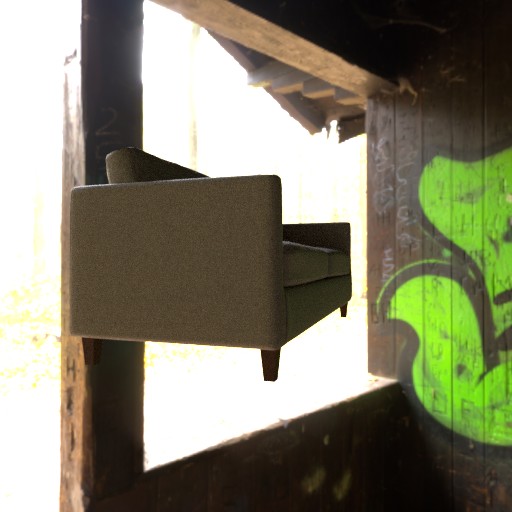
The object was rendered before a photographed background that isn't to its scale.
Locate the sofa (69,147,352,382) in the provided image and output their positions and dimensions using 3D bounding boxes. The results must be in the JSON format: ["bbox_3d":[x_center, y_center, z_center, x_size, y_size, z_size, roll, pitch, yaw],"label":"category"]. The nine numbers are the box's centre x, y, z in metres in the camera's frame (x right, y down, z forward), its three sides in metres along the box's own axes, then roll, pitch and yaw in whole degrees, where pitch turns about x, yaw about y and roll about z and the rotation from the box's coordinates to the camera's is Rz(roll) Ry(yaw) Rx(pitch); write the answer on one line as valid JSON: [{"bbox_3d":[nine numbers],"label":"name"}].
[{"bbox_3d":[0.000,0.000,2.745,0.956,0.963,2.208,0,-1,19],"label":"sofa"}]
